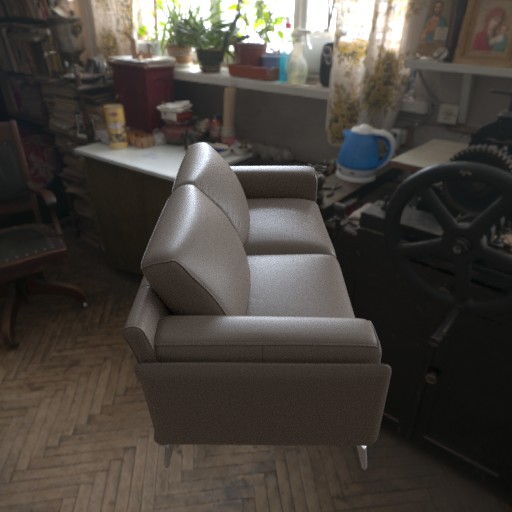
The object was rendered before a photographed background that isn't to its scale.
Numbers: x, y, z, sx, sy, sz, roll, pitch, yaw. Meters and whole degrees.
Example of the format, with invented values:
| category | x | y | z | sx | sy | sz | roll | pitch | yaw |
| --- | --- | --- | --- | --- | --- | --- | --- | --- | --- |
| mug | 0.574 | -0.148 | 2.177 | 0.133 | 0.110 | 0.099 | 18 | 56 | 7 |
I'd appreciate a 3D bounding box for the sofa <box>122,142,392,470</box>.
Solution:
| category | x | y | z | sx | sy | sz | roll | pitch | yaw |
| --- | --- | --- | --- | --- | --- | --- | --- | --- | --- |
| sofa | 0.000 | 0.000 | 2.535 | 1.049 | 0.930 | 2.101 | 0 | 30 | -1 |
